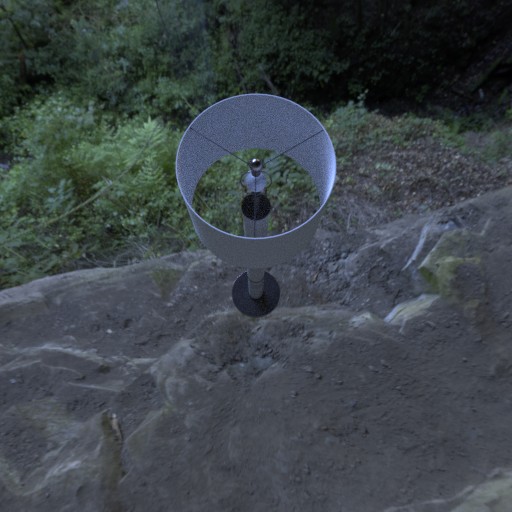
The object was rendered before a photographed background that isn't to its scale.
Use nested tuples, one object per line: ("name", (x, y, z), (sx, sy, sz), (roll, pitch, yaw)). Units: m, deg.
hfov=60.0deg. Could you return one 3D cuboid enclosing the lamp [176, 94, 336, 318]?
("lamp", (0.000, 0.000, 1.797), (0.377, 1.599, 0.377), (1, 74, 0))
